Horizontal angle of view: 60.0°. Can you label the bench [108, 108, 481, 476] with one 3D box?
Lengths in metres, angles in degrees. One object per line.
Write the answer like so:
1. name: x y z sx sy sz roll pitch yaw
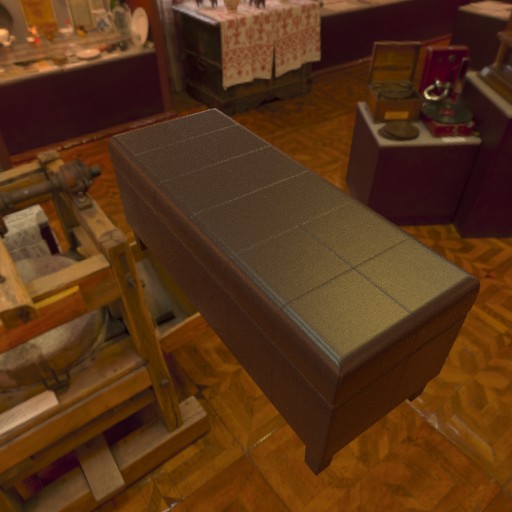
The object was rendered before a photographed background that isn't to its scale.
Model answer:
1. bench: 0.000 0.000 1.321 0.429 0.457 1.092 -25 47 -26
